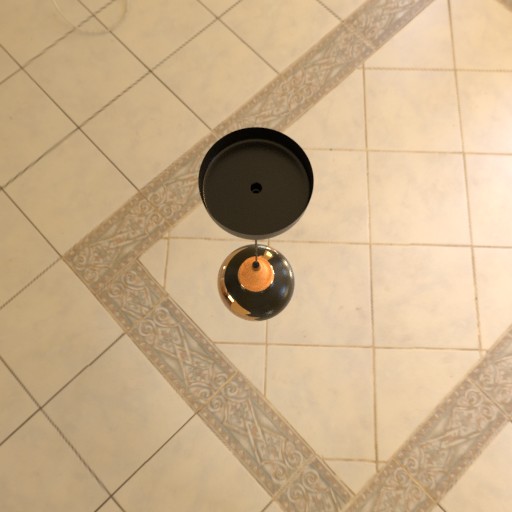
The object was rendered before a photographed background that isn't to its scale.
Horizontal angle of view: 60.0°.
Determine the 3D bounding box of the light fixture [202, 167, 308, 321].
[{"bbox_3d":[0.000,0.000,1.837,0.430,1.606,0.430,36,79,8],"label":"light fixture"}]
